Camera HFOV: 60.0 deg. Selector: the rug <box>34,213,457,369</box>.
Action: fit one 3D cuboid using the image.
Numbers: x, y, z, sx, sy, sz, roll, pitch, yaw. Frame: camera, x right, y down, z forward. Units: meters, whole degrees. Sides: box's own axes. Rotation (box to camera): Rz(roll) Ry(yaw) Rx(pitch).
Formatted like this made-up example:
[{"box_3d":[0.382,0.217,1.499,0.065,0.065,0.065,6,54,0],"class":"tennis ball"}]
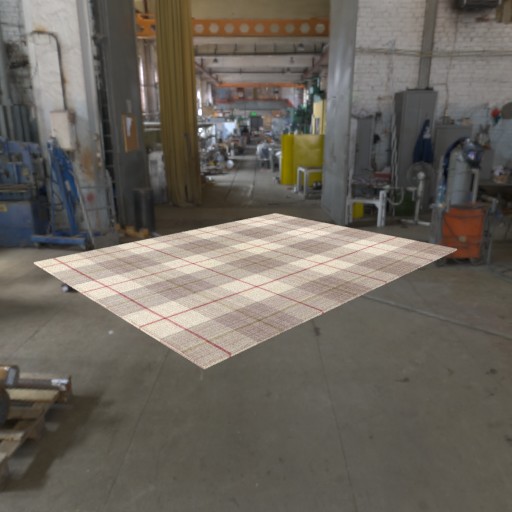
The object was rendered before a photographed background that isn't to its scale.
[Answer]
[{"box_3d":[0.000,0.000,3.925,2.959,0.016,2.317,-16,23,-42],"class":"rug"}]
